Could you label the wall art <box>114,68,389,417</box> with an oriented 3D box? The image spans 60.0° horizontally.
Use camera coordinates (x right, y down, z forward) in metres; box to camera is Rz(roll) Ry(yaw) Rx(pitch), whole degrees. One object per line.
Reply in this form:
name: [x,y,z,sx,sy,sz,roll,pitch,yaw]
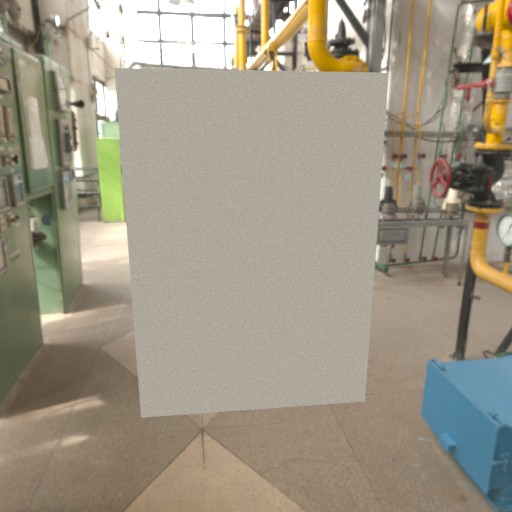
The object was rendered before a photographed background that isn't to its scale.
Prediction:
wall art: [0.000,0.000,0.686,0.381,0.533,0.013,-2,15,-7]
